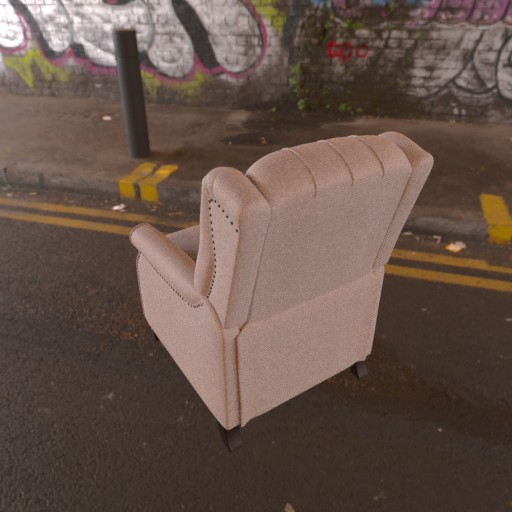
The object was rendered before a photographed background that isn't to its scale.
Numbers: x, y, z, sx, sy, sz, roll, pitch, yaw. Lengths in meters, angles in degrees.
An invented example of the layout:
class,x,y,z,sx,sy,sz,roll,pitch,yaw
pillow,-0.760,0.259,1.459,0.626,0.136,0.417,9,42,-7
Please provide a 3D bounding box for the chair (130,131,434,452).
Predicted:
class,x,y,z,sx,sy,sz,roll,pitch,yaw
chair,0.000,0.000,1.670,0.742,1.035,0.902,-19,35,-28
